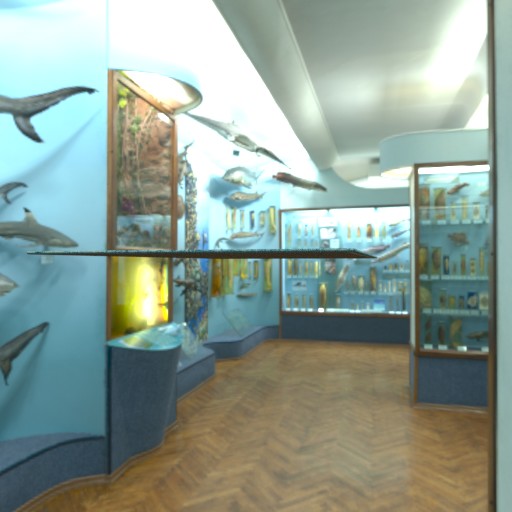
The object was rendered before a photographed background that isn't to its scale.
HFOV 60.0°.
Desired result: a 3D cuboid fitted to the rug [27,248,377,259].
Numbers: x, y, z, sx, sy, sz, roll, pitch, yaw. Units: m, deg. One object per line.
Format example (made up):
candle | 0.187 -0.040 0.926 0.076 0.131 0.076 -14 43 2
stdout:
rug | 0.000 0.000 3.035 1.524 0.015 2.438 0 -1 17
